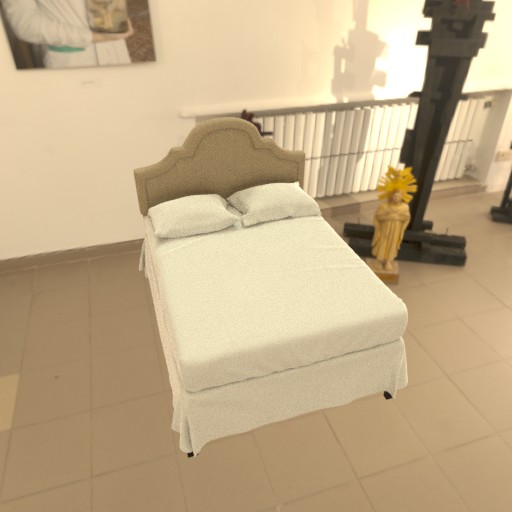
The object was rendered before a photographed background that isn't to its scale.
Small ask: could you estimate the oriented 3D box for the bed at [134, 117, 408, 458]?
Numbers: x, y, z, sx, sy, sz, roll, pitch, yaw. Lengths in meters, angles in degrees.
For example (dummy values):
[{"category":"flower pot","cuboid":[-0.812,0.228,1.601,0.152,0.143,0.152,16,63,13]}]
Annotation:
[{"category":"bed","cuboid":[0.000,0.000,3.483,1.780,1.634,2.222,-10,35,-15]}]
